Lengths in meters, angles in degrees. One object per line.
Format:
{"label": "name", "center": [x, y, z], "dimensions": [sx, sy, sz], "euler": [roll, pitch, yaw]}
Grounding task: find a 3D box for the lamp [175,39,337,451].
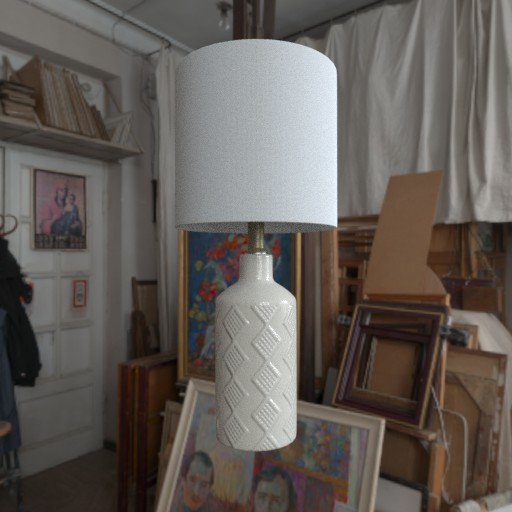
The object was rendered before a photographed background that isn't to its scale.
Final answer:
{"label": "lamp", "center": [0.000, 0.000, 0.573], "dimensions": [0.207, 0.461, 0.207], "euler": [0, -1, -1]}
